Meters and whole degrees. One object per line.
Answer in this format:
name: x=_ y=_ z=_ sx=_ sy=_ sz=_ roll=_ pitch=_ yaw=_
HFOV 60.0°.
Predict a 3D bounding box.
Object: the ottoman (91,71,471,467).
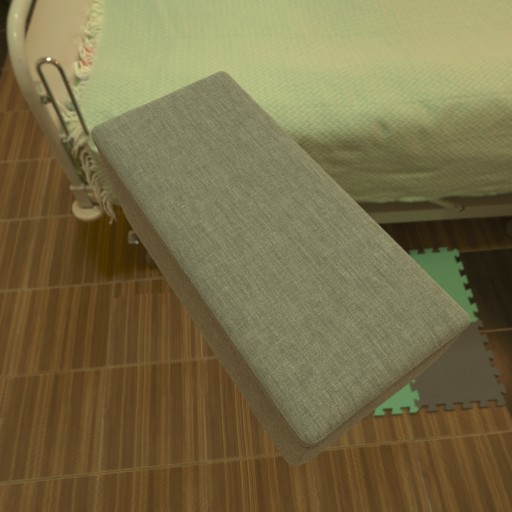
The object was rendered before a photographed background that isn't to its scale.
ottoman: x=0.000 y=0.000 z=1.121 sx=0.419 sy=0.432 sz=0.902 roll=-31 pitch=64 yaw=-17
